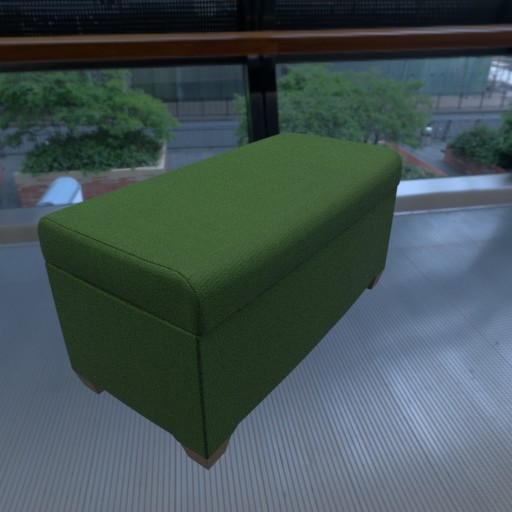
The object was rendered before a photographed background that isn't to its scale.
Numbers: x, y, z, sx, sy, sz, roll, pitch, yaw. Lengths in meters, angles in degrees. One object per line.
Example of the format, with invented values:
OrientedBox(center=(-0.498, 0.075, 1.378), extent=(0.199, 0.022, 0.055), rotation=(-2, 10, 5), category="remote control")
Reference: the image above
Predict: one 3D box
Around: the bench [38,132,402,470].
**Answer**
OrientedBox(center=(0.000, 0.000, 1.264), extent=(0.505, 0.501, 0.989), rotation=(19, 33, 31), category="bench")
